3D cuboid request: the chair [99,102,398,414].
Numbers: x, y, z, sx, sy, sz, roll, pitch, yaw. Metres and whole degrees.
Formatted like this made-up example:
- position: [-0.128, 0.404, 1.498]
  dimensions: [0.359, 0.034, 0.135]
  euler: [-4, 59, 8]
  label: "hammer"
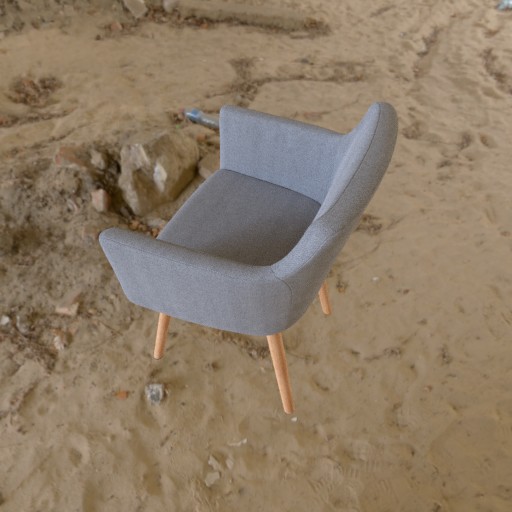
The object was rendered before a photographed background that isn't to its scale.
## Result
- position: [0.000, 0.000, 1.162]
  dimensions: [0.540, 0.780, 0.570]
  euler: [18, 50, 16]
  label: "chair"
